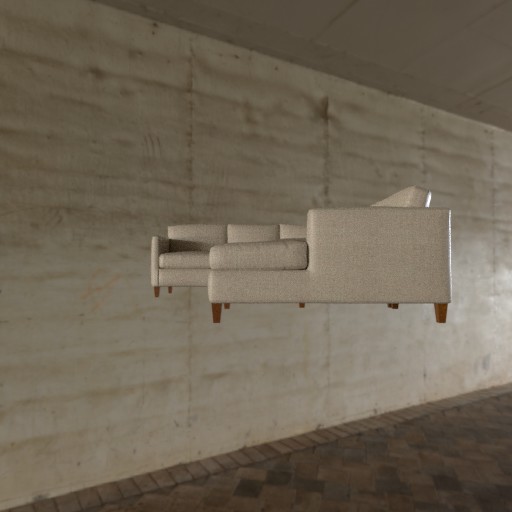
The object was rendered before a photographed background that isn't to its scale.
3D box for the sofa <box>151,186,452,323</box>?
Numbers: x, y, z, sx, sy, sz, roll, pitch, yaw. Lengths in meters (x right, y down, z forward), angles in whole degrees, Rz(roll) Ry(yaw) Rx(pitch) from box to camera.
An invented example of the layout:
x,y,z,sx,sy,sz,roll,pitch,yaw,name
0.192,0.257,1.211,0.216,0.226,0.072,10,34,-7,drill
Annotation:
x,y,z,sx,sy,sz,roll,pitch,yaw,name
0.000,0.000,4.570,2.594,0.961,3.460,0,-1,0,sofa
